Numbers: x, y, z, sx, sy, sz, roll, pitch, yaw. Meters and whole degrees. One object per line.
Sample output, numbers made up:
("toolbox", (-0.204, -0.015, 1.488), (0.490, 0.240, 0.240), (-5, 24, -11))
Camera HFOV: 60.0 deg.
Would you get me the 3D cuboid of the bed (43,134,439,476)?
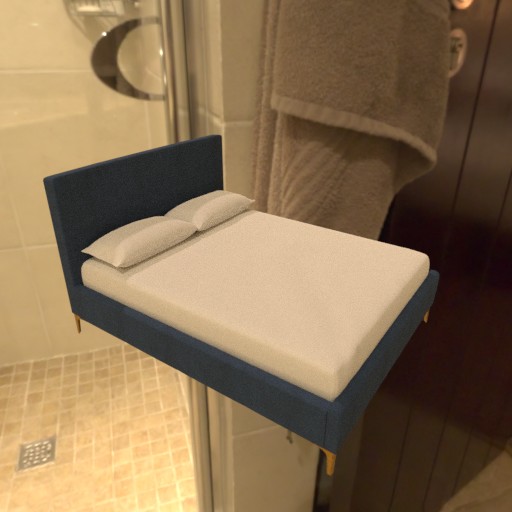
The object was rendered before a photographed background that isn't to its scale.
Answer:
("bed", (0.000, 0.000, 3.169), (2.172, 1.231, 1.723), (17, 31, 31))
